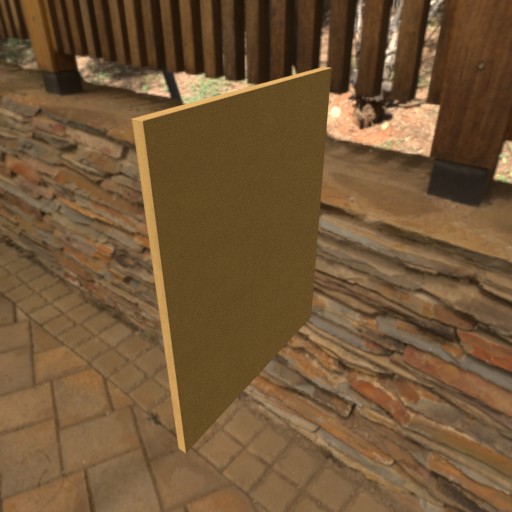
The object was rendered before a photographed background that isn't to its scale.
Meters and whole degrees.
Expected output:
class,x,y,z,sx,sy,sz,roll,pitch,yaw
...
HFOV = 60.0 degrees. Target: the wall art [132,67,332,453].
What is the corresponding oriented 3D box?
class,x,y,z,sx,sy,sz,roll,pitch,yaw
wall art,0.000,0.000,1.384,0.030,1.002,0.798,20,36,29
